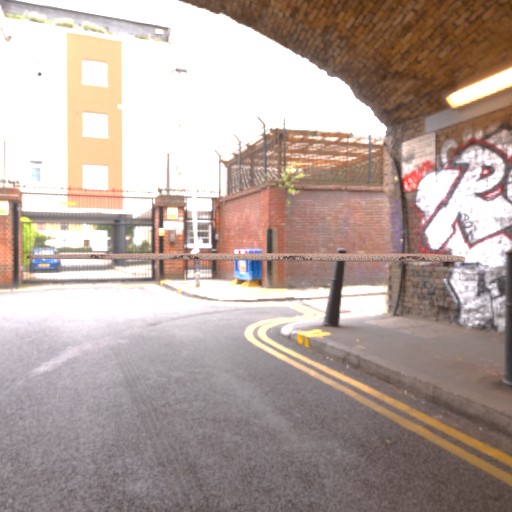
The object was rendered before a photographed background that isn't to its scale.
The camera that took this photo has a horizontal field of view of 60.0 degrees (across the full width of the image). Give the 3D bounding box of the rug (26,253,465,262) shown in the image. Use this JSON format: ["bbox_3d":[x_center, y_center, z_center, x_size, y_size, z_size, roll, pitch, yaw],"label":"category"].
[{"bbox_3d":[0.000,0.000,3.456,2.743,0.030,1.778,0,1,17],"label":"rug"}]
